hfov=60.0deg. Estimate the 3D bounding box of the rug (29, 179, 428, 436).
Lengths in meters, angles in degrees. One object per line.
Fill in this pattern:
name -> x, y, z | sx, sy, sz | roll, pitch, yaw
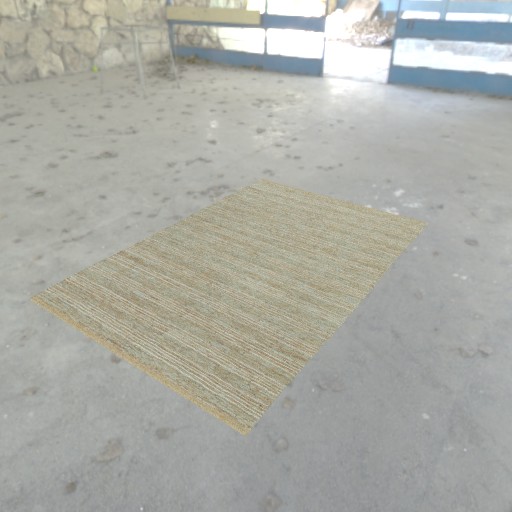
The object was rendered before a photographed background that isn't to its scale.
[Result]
rug -> 0.000, 0.000, 2.341 | 1.240, 0.010, 1.824 | 20, 37, 30
